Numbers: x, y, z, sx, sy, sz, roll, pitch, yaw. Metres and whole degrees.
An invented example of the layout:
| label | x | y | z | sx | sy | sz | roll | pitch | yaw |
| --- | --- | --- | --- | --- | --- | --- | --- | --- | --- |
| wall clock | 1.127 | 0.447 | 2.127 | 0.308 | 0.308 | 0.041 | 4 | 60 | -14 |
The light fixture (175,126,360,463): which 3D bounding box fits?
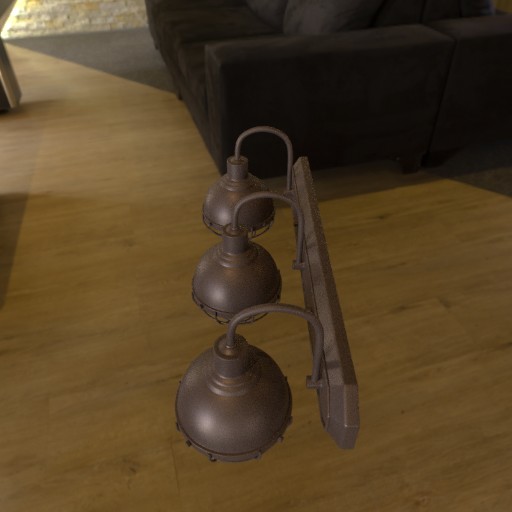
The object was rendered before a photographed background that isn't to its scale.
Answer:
| label | x | y | z | sx | sy | sz | roll | pitch | yaw |
| --- | --- | --- | --- | --- | --- | --- | --- | --- | --- |
| light fixture | 0.000 | 0.000 | 0.753 | 0.229 | 0.254 | 0.634 | -1 | 40 | -1 |
